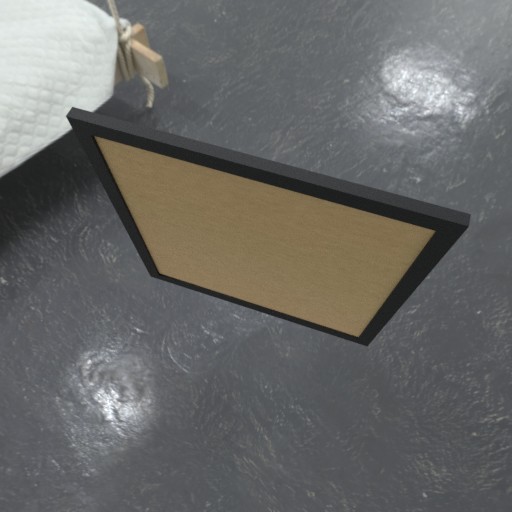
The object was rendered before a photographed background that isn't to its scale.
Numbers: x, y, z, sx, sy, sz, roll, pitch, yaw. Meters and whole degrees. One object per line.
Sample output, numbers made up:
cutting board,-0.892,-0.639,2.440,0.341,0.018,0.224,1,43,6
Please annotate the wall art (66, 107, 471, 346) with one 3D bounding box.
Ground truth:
wall art,0.000,0.000,0.535,0.358,0.357,0.012,17,65,8
